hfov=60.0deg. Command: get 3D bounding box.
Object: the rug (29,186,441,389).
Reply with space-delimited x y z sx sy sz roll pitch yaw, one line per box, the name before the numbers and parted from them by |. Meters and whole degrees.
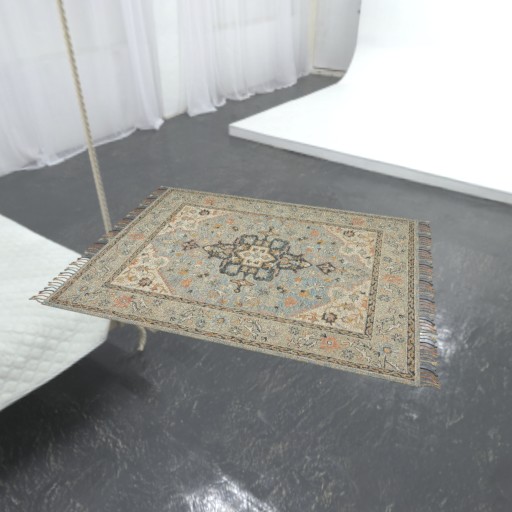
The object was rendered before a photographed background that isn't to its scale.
rug | 0.000 0.000 4.207 3.221 0.011 2.379 9 34 14
